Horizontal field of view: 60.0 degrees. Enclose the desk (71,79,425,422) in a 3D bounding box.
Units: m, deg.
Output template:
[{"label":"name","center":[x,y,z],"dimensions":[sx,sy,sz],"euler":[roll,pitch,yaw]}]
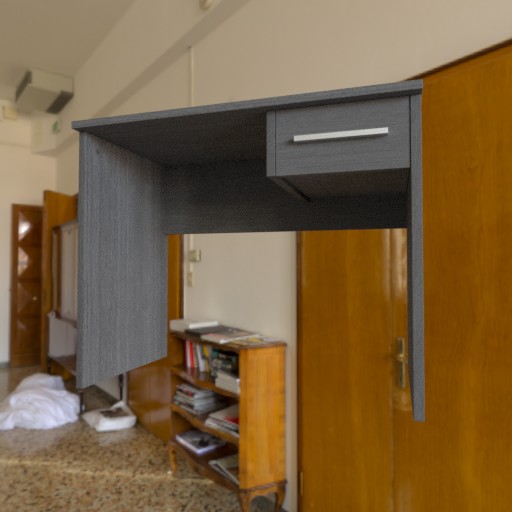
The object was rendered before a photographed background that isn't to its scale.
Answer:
[{"label":"desk","center":[0.000,0.000,1.294],"dimensions":[0.893,0.724,0.498],"euler":[-1,-2,18]}]
